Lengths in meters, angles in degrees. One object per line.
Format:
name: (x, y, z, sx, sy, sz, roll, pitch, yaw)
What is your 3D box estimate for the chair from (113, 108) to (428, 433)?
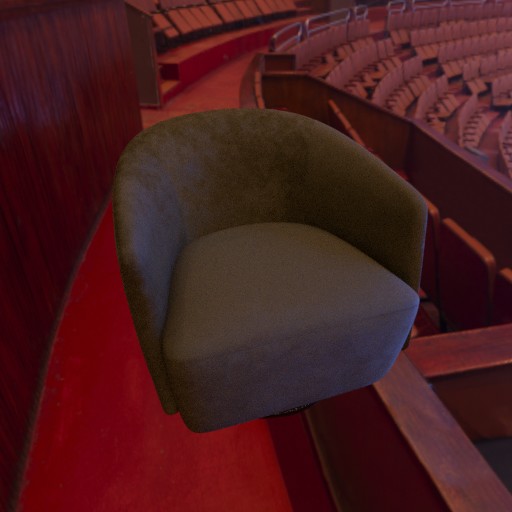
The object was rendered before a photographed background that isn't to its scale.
chair: (0.000, 0.000, 1.327, 0.773, 0.698, 0.767, -11, 34, -16)
